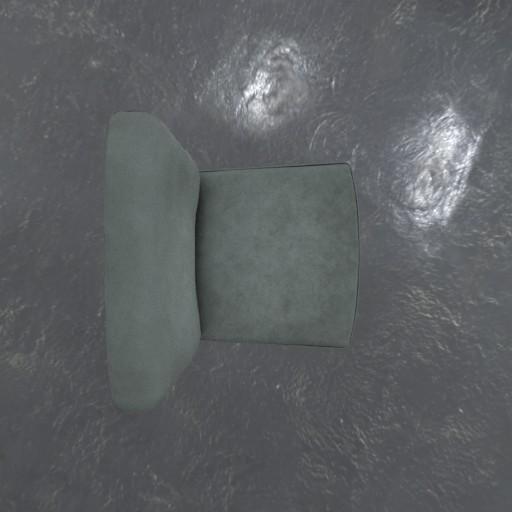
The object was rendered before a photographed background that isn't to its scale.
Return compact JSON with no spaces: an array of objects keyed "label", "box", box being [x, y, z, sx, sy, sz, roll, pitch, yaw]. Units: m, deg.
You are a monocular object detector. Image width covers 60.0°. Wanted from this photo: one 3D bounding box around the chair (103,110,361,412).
[{"label":"chair","box":[0.000,0.000,1.164,0.554,0.806,0.521,0,92,-2]}]
